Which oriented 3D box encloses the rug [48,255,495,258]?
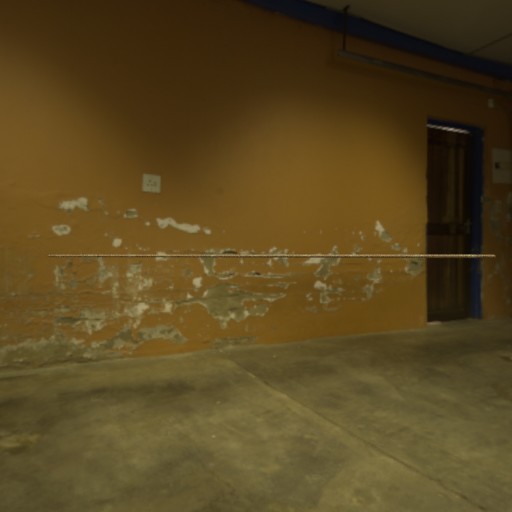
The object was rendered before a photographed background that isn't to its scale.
[{"bbox_3d":[0.000,0.000,2.490,2.289,0.013,0.691,0,0,19],"label":"rug"}]
